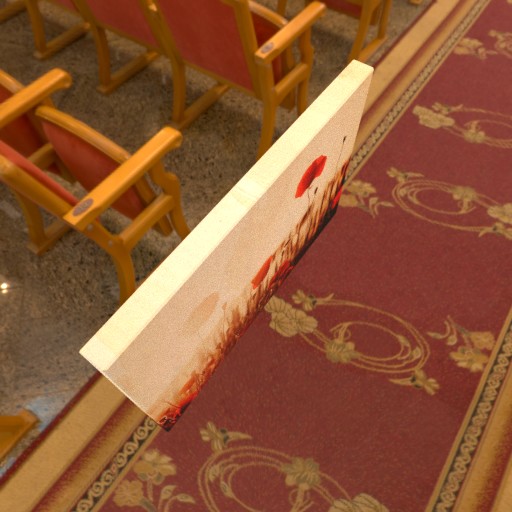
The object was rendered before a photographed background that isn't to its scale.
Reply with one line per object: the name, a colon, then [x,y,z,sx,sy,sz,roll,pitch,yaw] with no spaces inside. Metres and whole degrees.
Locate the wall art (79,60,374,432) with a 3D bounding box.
wall art: [0.000,0.000,0.777,0.040,0.402,0.613,32,65,17]
